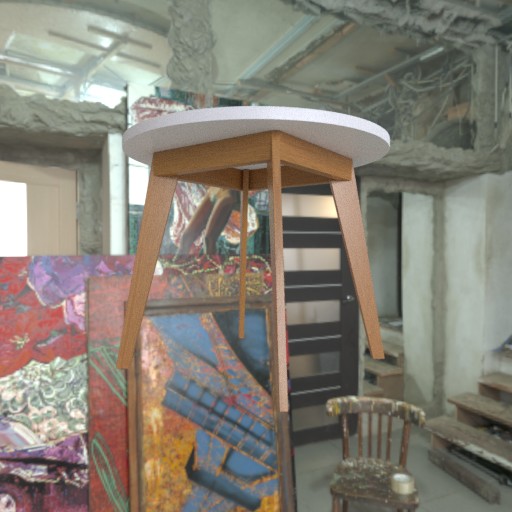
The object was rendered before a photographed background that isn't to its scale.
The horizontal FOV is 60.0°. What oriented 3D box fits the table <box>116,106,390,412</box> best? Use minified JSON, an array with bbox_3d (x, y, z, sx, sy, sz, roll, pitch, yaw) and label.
[{"bbox_3d":[0.000,0.000,1.556,0.896,0.762,0.896,0,1,0],"label":"table"}]
